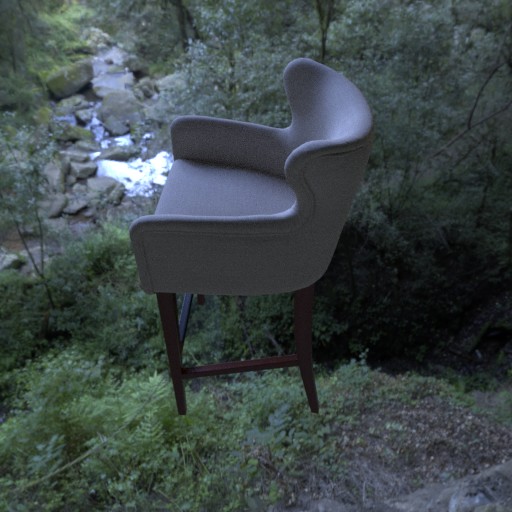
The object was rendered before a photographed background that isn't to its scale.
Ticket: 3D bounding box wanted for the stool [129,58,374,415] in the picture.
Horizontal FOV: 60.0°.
[{"bbox_3d":[0.000,0.000,1.387,0.563,1.034,0.556,1,42,2],"label":"stool"}]
